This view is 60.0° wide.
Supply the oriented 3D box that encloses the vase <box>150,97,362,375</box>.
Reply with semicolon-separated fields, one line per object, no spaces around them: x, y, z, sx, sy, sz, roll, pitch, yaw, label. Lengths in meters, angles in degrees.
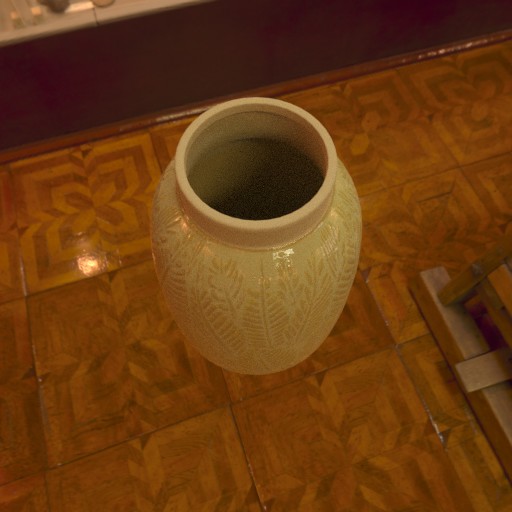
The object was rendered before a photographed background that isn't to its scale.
0.000;0.000;0.382;0.172;0.270;0.172;0;65;0;vase
